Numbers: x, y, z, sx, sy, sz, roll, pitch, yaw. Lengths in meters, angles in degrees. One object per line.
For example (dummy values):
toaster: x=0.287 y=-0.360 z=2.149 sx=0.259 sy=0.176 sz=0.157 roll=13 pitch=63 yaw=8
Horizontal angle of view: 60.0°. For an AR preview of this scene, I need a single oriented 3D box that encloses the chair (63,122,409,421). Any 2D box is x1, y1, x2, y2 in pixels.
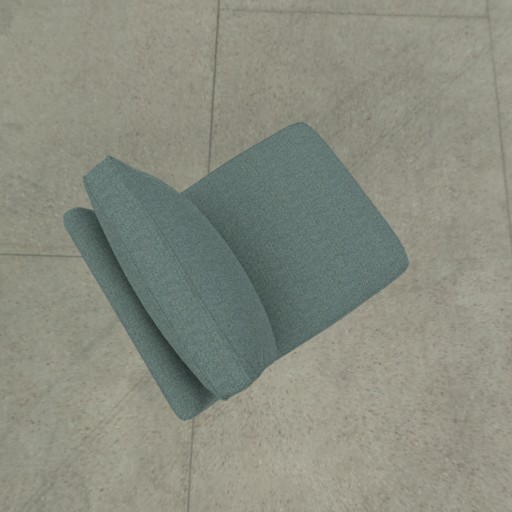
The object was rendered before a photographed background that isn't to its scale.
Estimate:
chair: x=0.000 y=0.000 z=1.413 sx=0.796 sy=0.901 sz=0.624 roll=-33 pitch=79 yaw=-7
